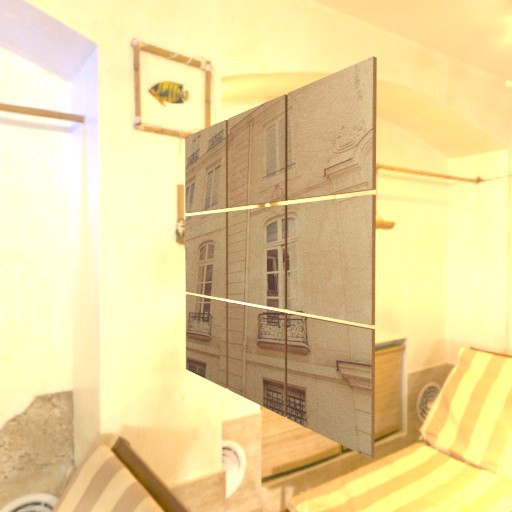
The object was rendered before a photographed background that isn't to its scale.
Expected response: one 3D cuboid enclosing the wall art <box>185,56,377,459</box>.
[{"bbox_3d":[0.000,0.000,1.377,0.018,0.913,0.915,-1,2,-36],"label":"wall art"}]
